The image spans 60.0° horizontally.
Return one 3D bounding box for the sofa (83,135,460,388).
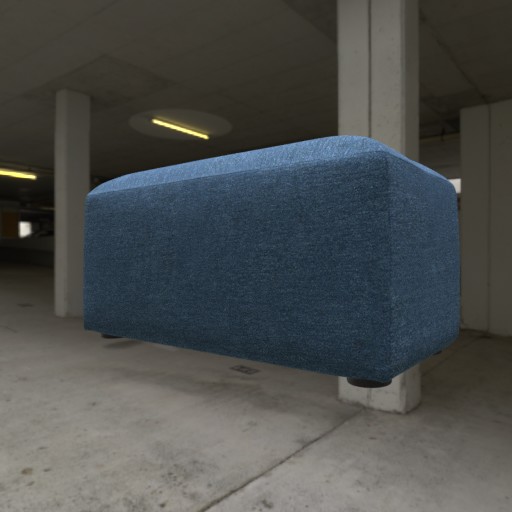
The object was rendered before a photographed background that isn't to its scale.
[{"bbox_3d":[0.000,0.000,1.196,0.930,0.470,0.480,0,0,38],"label":"sofa"}]
